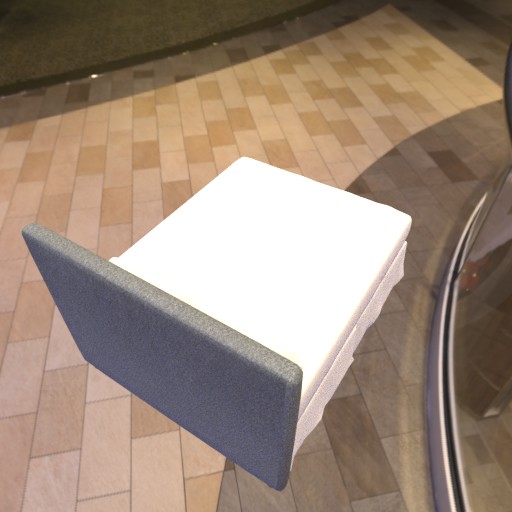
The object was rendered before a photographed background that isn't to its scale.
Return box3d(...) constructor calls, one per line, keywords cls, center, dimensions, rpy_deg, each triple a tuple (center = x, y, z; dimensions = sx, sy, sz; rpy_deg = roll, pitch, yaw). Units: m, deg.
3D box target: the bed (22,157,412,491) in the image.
box3d(cls="bed", center=(0.000, 0.000, 3.080), dimensions=(1.723, 1.330, 2.142), rpy_deg=(24, 50, 23))
